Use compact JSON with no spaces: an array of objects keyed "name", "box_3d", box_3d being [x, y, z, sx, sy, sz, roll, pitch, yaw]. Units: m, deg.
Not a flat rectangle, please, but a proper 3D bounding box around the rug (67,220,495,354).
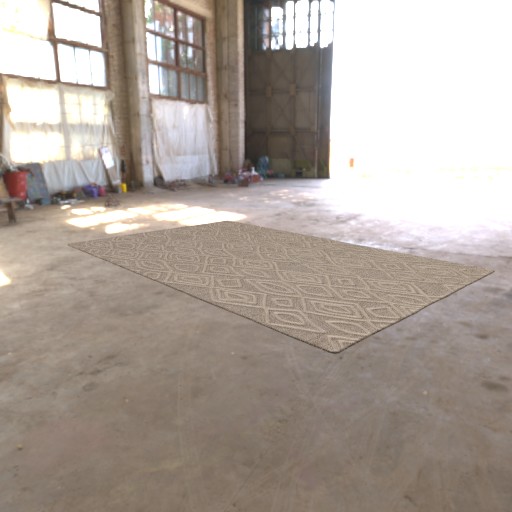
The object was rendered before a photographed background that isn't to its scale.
[{"name":"rug","box_3d":[0.000,0.000,2.923,1.546,0.010,2.442,-13,19,-42]}]
